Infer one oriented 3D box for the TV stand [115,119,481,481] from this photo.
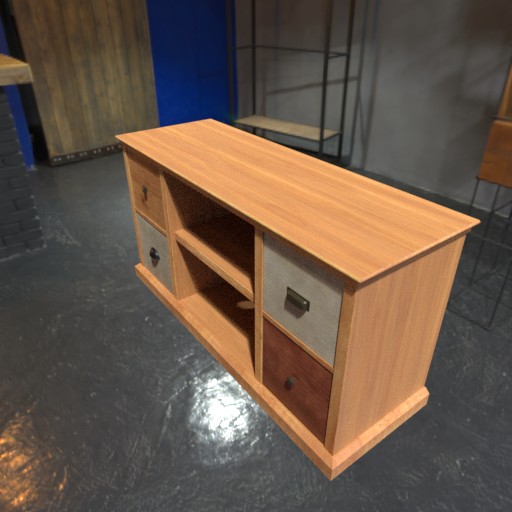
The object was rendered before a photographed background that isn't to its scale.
[{"bbox_3d":[0.000,0.000,1.475,0.417,0.607,1.181,-21,37,-31],"label":"TV stand"}]
